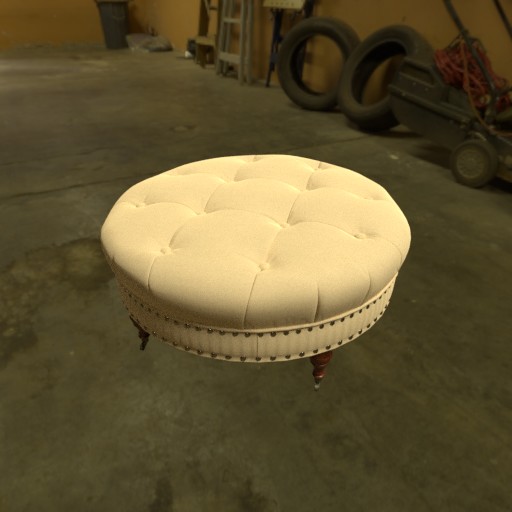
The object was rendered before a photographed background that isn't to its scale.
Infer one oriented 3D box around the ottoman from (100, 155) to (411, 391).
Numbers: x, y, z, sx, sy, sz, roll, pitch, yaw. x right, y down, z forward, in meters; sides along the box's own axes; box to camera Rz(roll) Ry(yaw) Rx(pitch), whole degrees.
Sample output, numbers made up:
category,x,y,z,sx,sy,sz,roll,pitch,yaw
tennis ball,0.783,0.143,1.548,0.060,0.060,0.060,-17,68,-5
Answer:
category,x,y,z,sx,sy,sz,roll,pitch,yaw
ottoman,0.000,0.000,1.400,0.901,0.439,0.901,0,31,0
